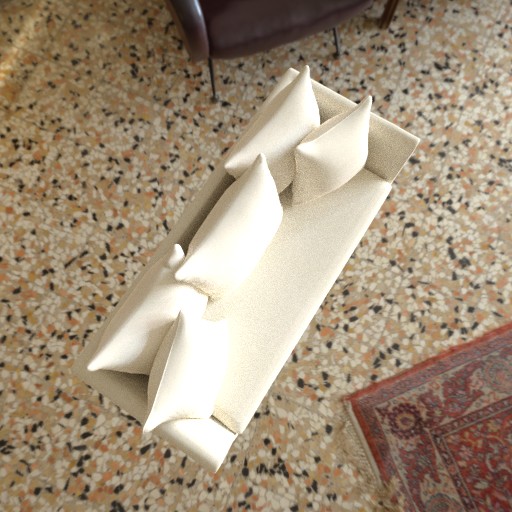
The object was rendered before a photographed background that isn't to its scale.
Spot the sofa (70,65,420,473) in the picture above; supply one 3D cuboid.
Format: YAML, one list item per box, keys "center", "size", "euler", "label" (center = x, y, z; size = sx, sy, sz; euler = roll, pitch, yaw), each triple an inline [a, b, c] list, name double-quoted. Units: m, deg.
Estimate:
- center: [0.000, 0.000, 2.796]
  size: [1.031, 1.034, 2.290]
  euler: [32, 78, 8]
  label: "sofa"
